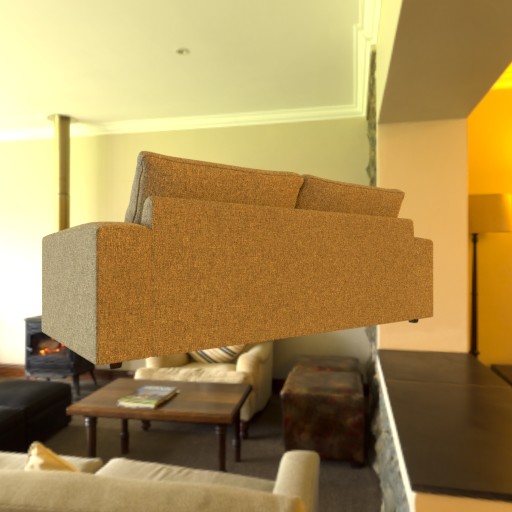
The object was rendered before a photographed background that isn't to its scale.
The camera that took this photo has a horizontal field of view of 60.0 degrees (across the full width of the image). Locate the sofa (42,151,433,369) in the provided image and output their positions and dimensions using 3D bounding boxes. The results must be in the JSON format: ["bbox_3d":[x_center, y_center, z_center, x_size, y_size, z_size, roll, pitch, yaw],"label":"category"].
[{"bbox_3d":[0.000,0.000,2.785,2.299,0.922,1.040,0,0,-37],"label":"sofa"}]
